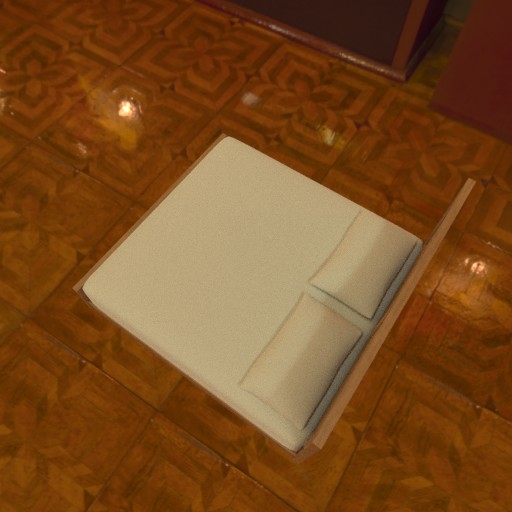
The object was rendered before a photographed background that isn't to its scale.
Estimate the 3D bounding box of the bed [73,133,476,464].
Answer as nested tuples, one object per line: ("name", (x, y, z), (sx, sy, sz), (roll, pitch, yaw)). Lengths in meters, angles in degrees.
("bed", (0.000, 0.000, 3.477), (2.184, 1.387, 2.003), (32, 67, 16))
